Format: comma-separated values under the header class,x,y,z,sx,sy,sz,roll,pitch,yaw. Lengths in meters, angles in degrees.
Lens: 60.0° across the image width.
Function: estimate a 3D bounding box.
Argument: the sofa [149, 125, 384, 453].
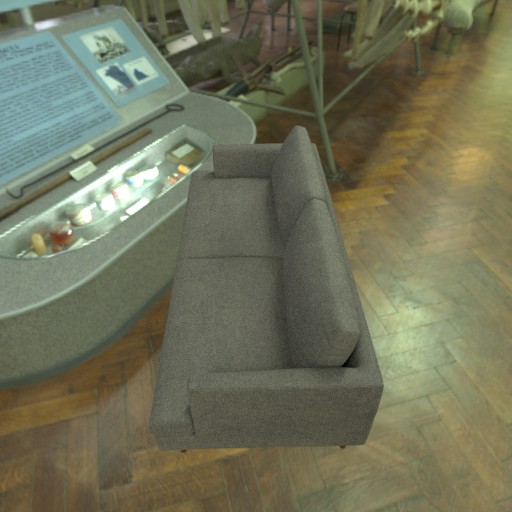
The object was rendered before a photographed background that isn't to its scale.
class,x,y,z,sx,sy,sz,roll,pitch,yaw
sofa,0.000,0.000,2.810,1.020,0.868,2.250,-1,40,-1
